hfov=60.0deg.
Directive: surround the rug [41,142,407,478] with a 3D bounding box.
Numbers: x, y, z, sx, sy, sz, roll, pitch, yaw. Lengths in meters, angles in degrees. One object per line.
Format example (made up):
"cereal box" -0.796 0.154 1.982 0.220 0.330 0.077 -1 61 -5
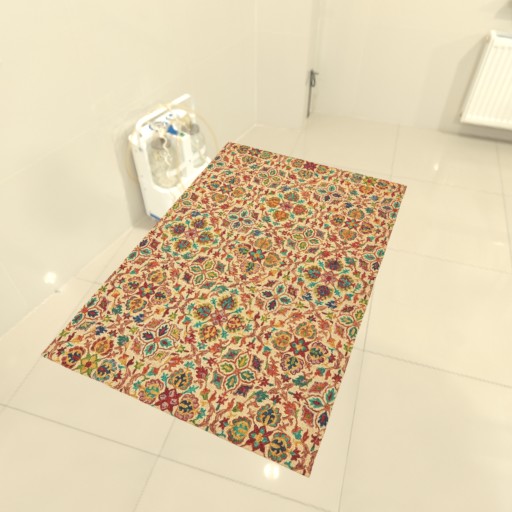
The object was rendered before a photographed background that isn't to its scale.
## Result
"rug" 0.000 0.000 2.321 1.226 0.013 1.838 18 49 16
